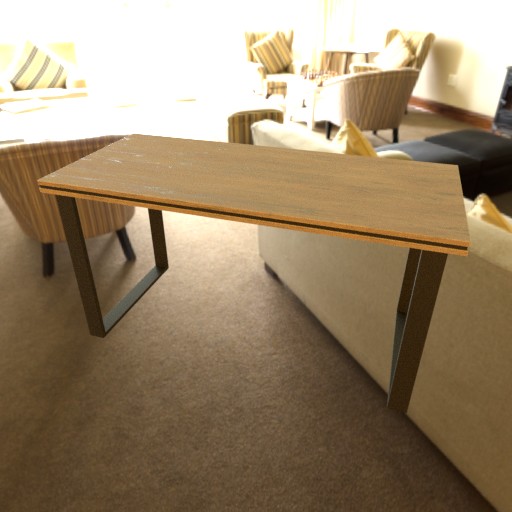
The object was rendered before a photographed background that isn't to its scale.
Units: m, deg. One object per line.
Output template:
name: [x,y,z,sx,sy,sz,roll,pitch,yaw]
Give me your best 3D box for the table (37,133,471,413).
table: [0.000,0.000,2.276,1.778,0.899,0.795,10,32,16]
